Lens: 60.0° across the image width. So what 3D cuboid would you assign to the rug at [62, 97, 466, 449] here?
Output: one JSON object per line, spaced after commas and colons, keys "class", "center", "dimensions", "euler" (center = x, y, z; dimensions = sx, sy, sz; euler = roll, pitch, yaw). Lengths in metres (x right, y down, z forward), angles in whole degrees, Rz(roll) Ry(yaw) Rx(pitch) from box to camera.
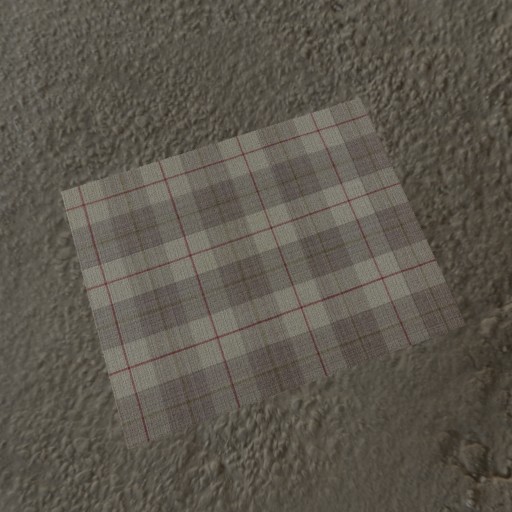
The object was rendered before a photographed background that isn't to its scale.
{"class": "rug", "center": [0.000, 0.000, 3.908], "dimensions": [2.959, 0.016, 2.317], "euler": [-19, 76, -5]}
